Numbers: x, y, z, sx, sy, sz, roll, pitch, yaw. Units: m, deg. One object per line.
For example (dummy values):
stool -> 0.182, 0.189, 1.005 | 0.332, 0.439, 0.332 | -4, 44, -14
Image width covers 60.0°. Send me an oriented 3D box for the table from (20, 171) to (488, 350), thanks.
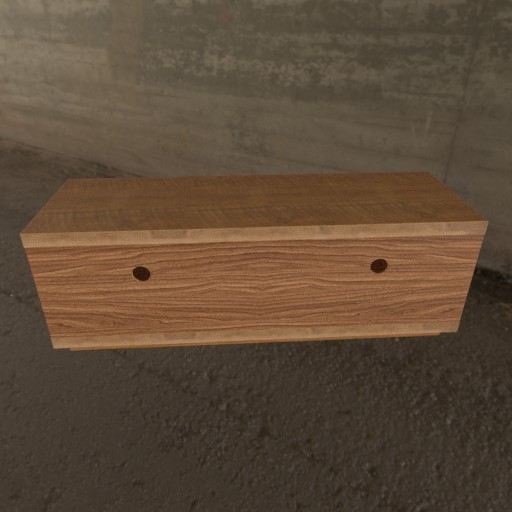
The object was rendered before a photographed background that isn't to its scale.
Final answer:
table -> 0.000, 0.000, 1.749 | 1.499, 0.491, 0.499 | -2, 30, -3
